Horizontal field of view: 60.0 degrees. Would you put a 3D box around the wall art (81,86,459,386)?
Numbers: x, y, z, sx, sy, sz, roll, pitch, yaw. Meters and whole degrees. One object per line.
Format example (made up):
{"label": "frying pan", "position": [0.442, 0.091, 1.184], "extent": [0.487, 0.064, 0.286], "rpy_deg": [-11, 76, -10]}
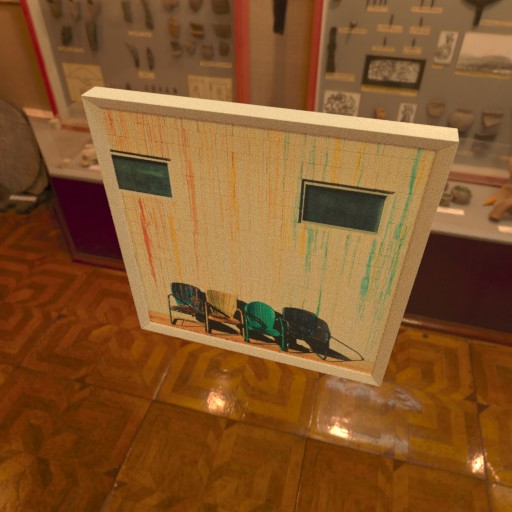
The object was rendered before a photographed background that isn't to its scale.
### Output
{"label": "wall art", "position": [0.000, 0.000, 0.753], "extent": [0.508, 0.508, 0.037], "rpy_deg": [11, 42, 12]}
